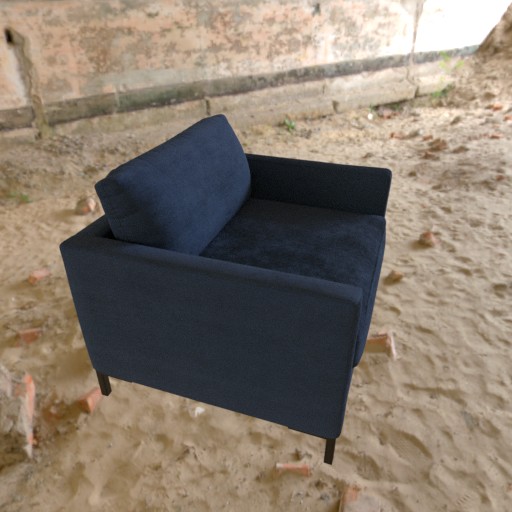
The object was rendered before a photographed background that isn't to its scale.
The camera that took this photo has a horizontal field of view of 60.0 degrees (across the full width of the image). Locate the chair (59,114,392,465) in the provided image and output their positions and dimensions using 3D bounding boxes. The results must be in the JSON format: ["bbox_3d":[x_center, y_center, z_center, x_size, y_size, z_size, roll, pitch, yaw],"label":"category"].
[{"bbox_3d":[0.000,0.000,1.611,0.875,0.812,0.964,10,33,16],"label":"chair"}]
